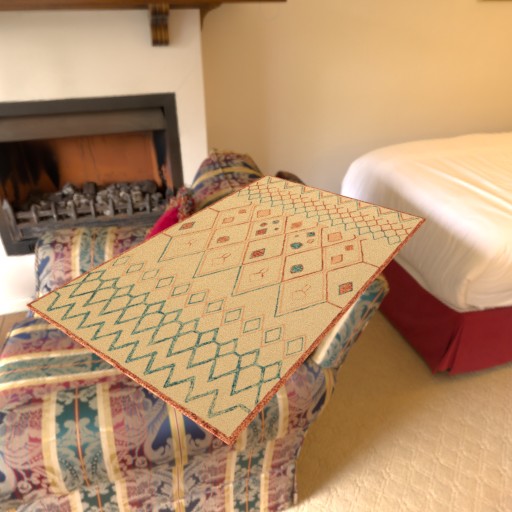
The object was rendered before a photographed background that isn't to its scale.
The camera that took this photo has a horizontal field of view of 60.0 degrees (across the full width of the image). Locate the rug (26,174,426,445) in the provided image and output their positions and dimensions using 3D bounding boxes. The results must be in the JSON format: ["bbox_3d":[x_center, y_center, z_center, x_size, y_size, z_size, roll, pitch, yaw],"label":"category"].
[{"bbox_3d":[0.000,0.000,3.015,1.524,0.015,2.438,22,38,30],"label":"rug"}]
